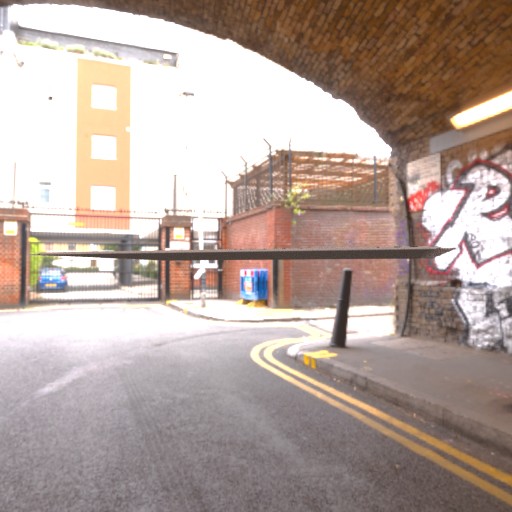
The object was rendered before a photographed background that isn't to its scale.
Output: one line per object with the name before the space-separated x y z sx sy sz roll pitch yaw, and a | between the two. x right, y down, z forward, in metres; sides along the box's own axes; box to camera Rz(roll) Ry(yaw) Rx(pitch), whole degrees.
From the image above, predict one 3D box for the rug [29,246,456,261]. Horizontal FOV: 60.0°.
rug | 0.000 0.000 2.356 1.847 0.014 1.230 -1 -2 18
